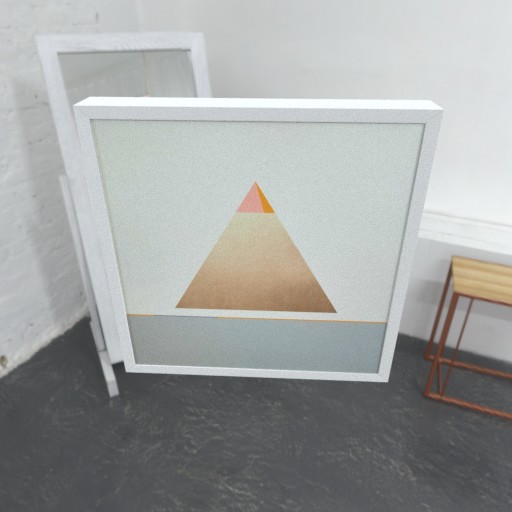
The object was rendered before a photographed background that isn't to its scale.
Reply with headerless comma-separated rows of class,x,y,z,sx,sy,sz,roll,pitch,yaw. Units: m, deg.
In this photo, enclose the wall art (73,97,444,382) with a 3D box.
wall art,0.000,0.000,0.457,0.305,0.304,0.038,2,30,3
